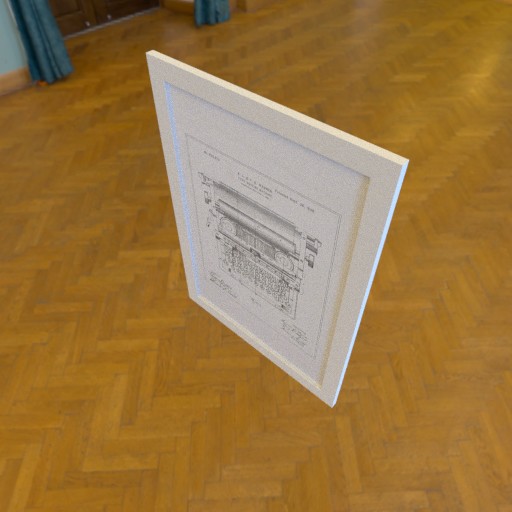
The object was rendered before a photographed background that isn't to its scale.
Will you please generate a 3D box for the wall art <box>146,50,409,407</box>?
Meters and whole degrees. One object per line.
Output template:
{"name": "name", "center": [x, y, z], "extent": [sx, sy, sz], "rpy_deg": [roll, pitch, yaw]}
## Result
{"name": "wall art", "center": [0.000, 0.000, 0.702], "extent": [0.381, 0.533, 0.013], "rpy_deg": [33, 55, 27]}
